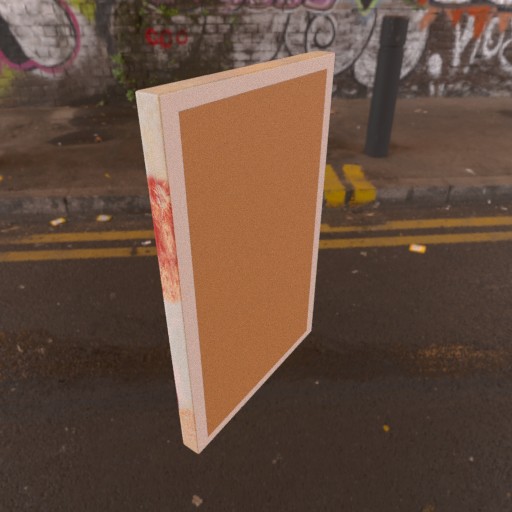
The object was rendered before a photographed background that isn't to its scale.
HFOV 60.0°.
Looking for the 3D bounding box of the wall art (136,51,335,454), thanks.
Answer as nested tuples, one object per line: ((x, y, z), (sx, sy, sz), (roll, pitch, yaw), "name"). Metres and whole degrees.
((0.000, 0.000, 0.768), (0.038, 0.610, 0.401), (21, 37, 30), "wall art")
